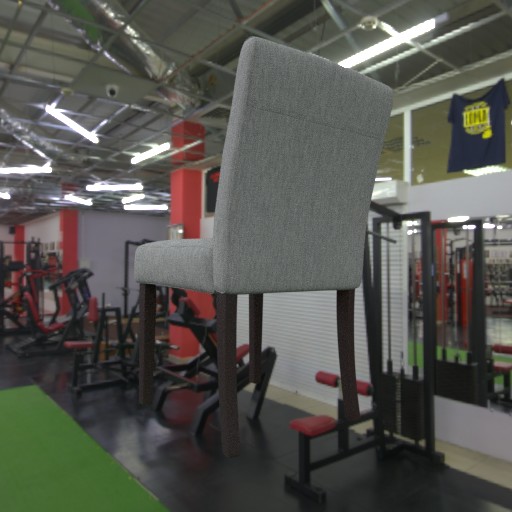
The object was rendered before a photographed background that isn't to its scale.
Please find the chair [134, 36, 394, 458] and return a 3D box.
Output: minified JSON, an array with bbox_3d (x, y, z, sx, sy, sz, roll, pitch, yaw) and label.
[{"bbox_3d":[0.000,0.000,1.235,0.487,0.884,0.629,1,-2,-36],"label":"chair"}]
